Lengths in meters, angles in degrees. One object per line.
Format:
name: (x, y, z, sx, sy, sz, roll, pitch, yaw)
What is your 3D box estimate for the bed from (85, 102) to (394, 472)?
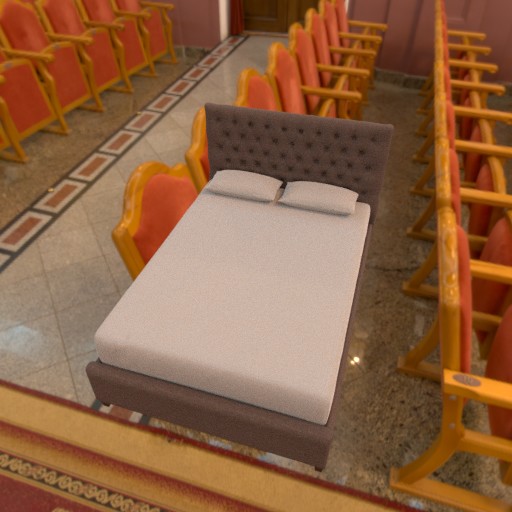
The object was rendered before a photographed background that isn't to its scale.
bed: (0.000, 0.000, 3.473, 1.698, 1.427, 2.387, 11, 41, 13)
